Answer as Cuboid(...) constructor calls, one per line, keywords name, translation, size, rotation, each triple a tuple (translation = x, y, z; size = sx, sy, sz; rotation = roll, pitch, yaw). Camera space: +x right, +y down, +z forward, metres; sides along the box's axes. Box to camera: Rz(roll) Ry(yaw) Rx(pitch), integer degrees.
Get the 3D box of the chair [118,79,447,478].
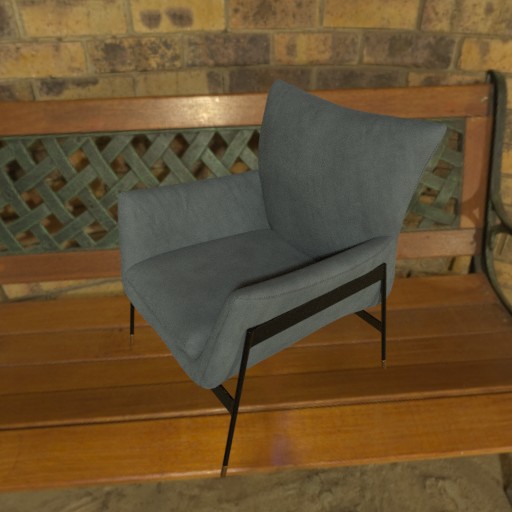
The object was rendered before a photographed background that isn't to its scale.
Cuboid(name="chair", translation=(0.000, 0.000, 1.370), size=(0.709, 0.858, 0.678), rotation=(-22, 39, -30))
